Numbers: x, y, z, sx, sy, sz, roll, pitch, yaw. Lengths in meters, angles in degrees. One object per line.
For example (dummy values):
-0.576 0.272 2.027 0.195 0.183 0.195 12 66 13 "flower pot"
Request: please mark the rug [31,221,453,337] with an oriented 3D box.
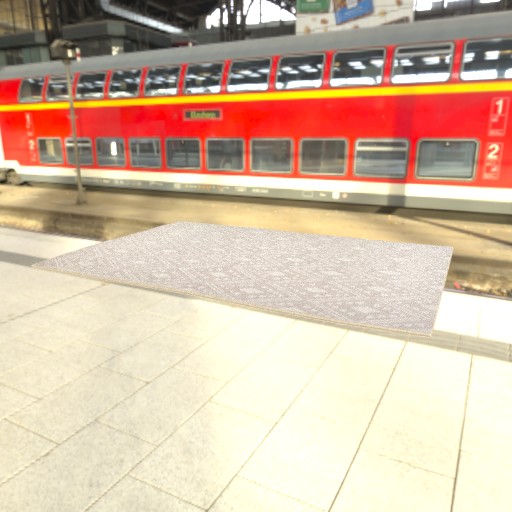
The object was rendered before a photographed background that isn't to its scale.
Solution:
0.000 0.000 2.307 1.829 0.034 1.252 7 17 25 "rug"
